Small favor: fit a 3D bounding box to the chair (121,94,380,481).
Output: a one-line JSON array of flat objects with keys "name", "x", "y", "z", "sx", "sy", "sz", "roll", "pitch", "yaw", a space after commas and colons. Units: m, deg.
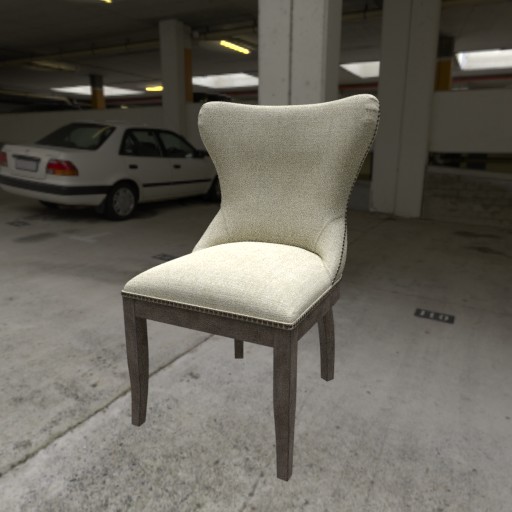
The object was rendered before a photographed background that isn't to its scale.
[{"name": "chair", "x": 0.000, "y": 0.000, "z": 1.439, "sx": 0.654, "sy": 1.002, "sz": 0.681, "roll": 7, "pitch": 16, "yaw": 26}]
